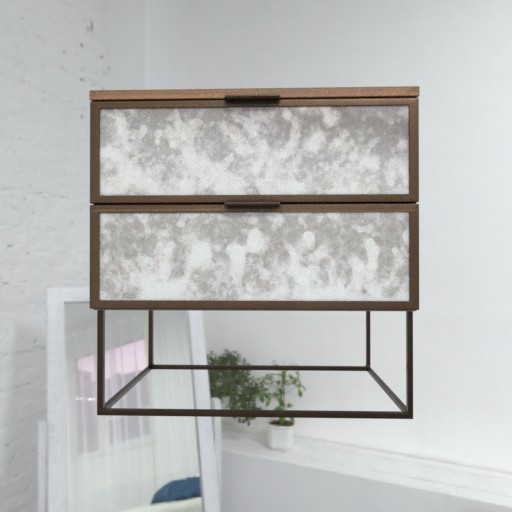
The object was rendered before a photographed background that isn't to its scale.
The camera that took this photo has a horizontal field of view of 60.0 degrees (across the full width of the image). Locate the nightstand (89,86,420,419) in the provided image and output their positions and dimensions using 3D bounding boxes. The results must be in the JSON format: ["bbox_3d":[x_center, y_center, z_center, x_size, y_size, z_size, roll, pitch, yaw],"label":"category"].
[{"bbox_3d":[0.000,0.000,1.003,0.605,0.611,0.427,0,0,2],"label":"nightstand"}]
